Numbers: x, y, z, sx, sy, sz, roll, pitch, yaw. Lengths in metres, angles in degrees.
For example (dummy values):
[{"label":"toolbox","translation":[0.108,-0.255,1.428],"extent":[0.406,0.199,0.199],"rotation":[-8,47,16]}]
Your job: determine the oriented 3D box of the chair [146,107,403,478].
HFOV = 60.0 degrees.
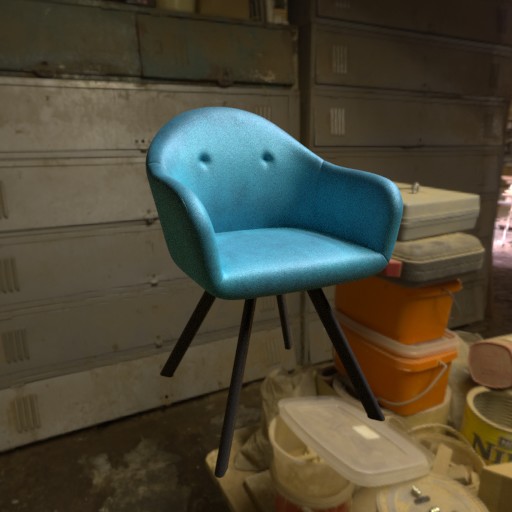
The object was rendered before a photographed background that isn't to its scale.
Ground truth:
[{"label":"chair","translation":[0.000,0.000,1.176],"extent":[0.540,0.780,0.570],"rotation":[-7,16,-25]}]
